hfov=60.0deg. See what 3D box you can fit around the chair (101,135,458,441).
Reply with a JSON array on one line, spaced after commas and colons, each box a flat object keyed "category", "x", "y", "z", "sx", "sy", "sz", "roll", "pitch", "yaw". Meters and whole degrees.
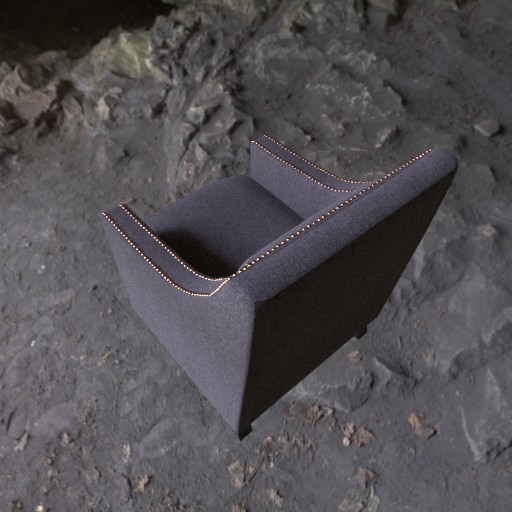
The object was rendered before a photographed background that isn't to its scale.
[{"category": "chair", "x": 0.000, "y": 0.000, "z": 1.622, "sx": 0.776, "sy": 0.967, "sz": 0.884, "roll": -32, "pitch": 55, "yaw": -26}]
